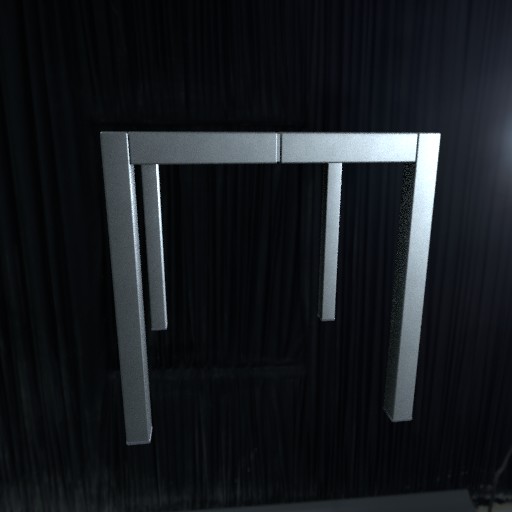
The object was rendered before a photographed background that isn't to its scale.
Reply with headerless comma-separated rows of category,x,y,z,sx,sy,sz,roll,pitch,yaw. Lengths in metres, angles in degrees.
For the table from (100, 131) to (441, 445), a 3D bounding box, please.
table,0.000,0.000,0.955,0.508,0.508,0.508,-2,15,-7
